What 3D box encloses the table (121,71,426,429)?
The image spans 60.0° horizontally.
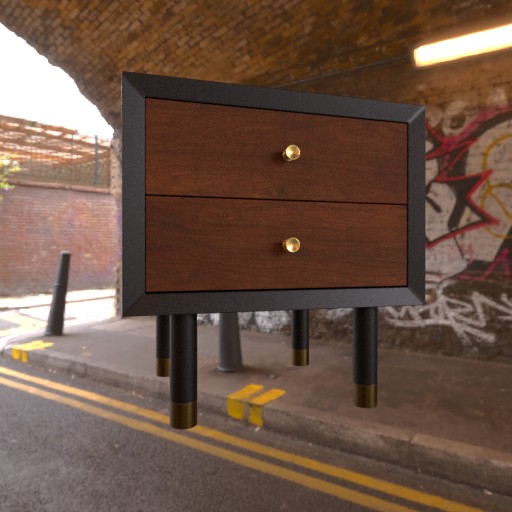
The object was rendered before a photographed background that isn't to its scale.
[{"bbox_3d":[0.000,0.000,0.973,0.564,0.584,0.441,0,0,-17],"label":"table"}]
